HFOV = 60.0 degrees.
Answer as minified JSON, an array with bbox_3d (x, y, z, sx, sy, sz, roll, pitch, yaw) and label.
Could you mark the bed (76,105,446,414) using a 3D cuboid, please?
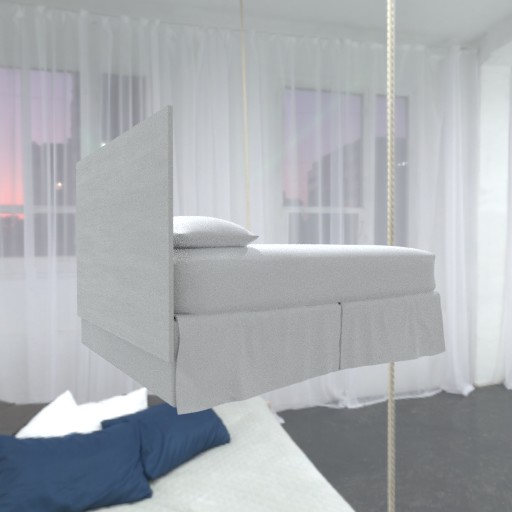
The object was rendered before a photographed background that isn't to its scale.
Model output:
[{"bbox_3d":[0.000,0.000,3.181,2.094,1.335,1.745,-1,1,-35],"label":"bed"}]
